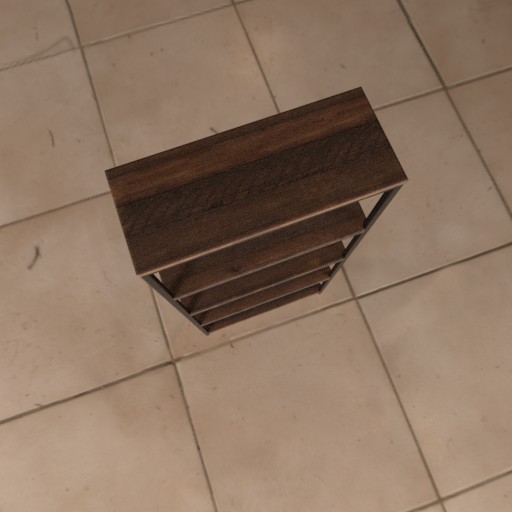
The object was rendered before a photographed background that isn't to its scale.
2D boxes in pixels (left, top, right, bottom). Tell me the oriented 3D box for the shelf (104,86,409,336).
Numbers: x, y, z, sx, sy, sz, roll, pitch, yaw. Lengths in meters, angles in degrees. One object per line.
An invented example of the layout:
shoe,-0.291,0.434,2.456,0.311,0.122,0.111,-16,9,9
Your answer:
shelf,0.000,0.000,2.270,0.874,1.860,0.359,-20,75,-5
